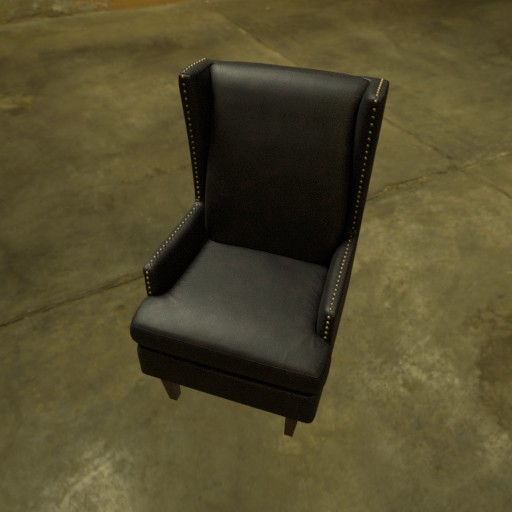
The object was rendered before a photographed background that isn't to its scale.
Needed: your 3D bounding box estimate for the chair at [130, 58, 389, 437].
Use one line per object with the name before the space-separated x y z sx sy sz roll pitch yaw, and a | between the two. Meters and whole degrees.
chair | 0.000 0.000 1.642 0.703 1.142 0.799 12 44 13
